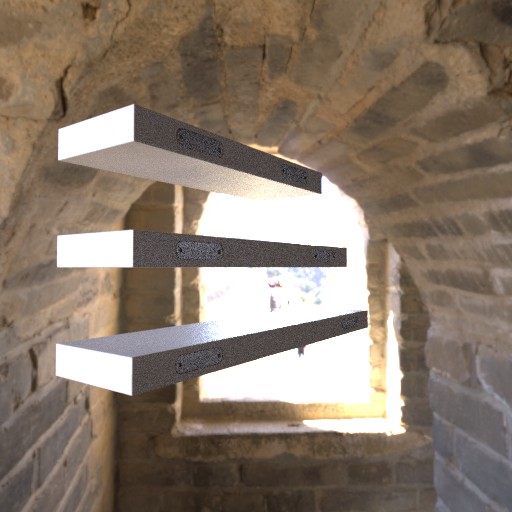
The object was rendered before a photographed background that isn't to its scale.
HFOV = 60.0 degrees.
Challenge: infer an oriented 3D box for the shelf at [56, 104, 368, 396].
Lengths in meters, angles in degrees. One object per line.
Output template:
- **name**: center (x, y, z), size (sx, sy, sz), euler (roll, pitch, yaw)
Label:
- **shelf**: center (0.000, 0.000, 0.730), size (0.140, 0.293, 0.610), euler (-1, -2, 36)
